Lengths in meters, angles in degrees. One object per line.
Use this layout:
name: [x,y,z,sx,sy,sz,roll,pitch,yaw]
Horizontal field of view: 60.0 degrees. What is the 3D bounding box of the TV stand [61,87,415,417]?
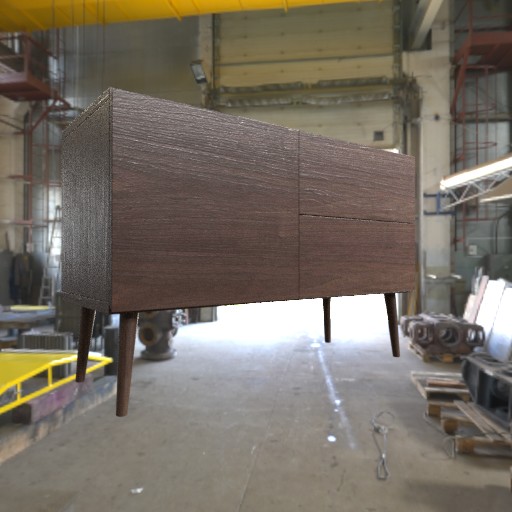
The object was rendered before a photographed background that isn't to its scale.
TV stand: [0.000,0.000,1.311,0.990,0.660,0.405,0,0,-36]
